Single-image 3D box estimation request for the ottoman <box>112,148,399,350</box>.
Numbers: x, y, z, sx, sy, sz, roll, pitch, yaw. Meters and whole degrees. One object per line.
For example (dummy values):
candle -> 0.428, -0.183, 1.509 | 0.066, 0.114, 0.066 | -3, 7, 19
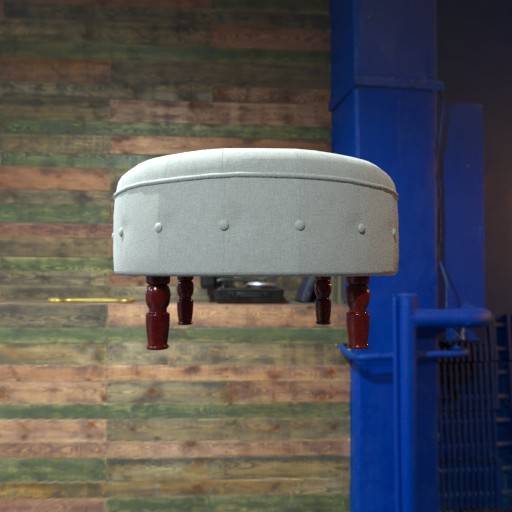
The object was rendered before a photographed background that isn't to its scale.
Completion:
ottoman -> 0.000, 0.000, 1.380 | 0.850, 0.483, 0.850 | 0, -2, 0
